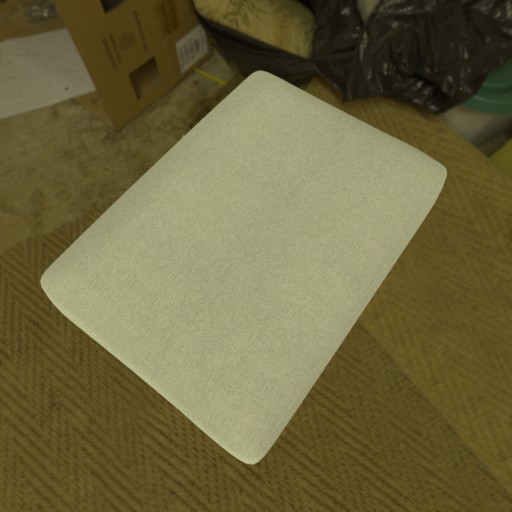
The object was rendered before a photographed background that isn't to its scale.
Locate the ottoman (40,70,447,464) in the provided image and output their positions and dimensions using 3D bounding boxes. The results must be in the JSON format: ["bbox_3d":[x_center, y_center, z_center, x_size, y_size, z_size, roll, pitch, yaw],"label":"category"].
[{"bbox_3d":[0.000,0.000,1.052,0.549,0.428,0.749,34,68,15],"label":"ottoman"}]
